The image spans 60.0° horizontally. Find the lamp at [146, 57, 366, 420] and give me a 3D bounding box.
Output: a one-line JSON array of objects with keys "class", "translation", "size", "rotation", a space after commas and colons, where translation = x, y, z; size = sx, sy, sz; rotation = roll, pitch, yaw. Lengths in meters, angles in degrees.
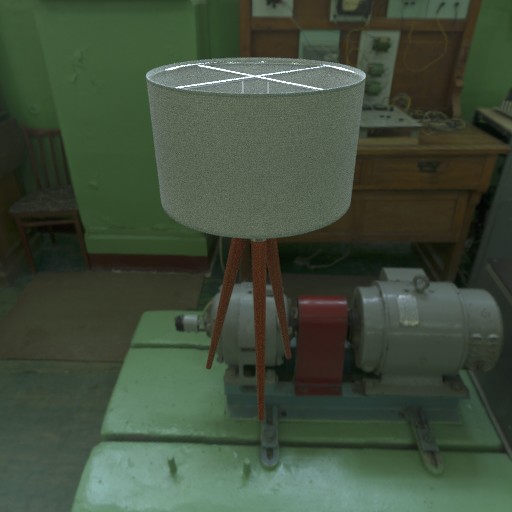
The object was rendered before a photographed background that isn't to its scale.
[{"class": "lamp", "translation": [0.000, 0.000, 0.913], "size": [0.355, 0.709, 0.354], "rotation": [0, 31, 0]}]
